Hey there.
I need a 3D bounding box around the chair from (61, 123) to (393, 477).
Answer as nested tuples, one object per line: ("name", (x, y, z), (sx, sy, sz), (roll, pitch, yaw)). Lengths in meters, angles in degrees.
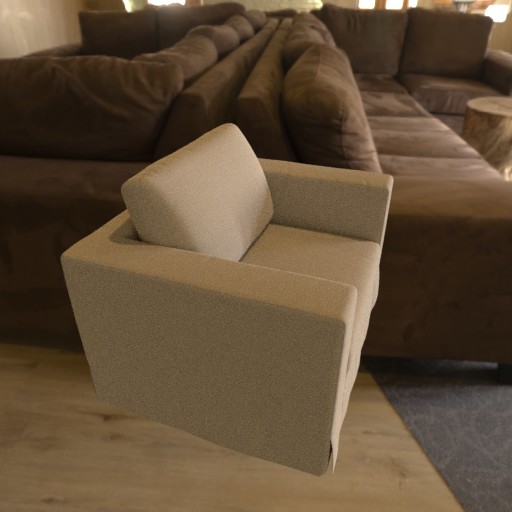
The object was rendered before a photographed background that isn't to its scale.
("chair", (0.000, 0.000, 1.818), (0.957, 0.878, 1.150), (11, 33, 18))
